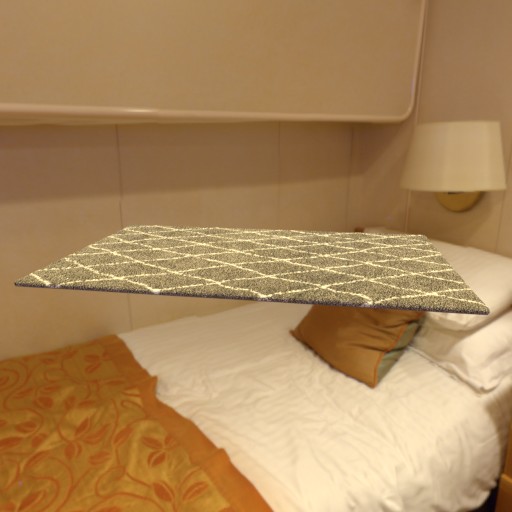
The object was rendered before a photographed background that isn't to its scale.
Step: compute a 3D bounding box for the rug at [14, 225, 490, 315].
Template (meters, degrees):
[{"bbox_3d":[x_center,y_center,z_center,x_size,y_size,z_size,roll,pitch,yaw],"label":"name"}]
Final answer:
[{"bbox_3d":[0.000,0.000,2.946,2.438,0.030,1.524,3,16,9],"label":"rug"}]
